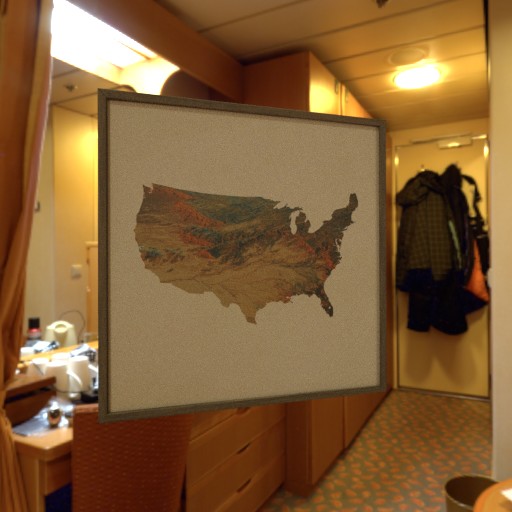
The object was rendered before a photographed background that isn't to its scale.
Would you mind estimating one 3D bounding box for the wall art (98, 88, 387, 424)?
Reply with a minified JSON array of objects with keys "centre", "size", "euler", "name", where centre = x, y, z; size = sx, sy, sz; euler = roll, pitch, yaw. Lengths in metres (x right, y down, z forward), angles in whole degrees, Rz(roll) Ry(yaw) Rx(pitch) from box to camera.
[{"centre":[0.000,0.000,0.756],"size":[0.508,0.507,0.016],"euler":[0,0,-18],"name":"wall art"}]
